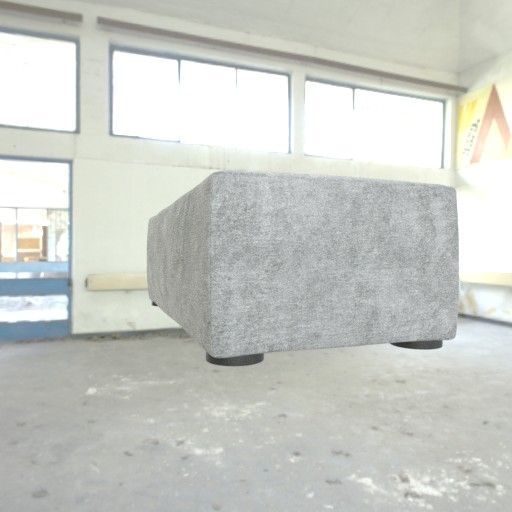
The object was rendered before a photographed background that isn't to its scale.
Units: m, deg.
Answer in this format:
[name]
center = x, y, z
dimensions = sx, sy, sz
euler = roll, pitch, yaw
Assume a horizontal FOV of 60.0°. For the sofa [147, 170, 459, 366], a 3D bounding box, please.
[sofa]
center = 0.000, 0.000, 1.158
dimensions = 0.480, 0.330, 0.930
euler = 0, 0, -19
